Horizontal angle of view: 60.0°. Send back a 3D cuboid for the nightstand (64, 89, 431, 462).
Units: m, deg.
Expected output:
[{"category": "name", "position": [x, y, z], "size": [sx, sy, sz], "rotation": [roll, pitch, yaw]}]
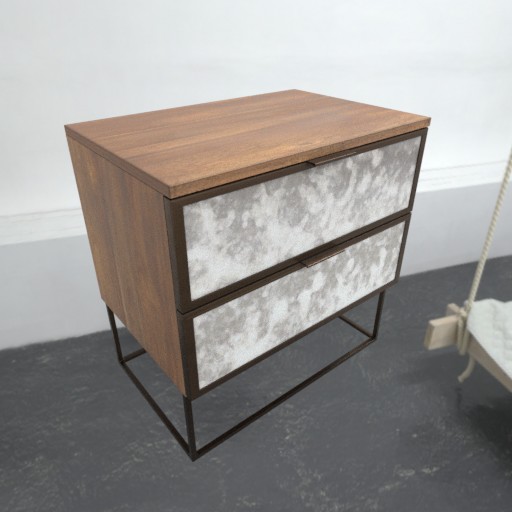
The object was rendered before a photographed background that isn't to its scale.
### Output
[{"category": "nightstand", "position": [0.000, 0.000, 1.025], "size": [0.605, 0.611, 0.427], "rotation": [-22, 37, -33]}]
